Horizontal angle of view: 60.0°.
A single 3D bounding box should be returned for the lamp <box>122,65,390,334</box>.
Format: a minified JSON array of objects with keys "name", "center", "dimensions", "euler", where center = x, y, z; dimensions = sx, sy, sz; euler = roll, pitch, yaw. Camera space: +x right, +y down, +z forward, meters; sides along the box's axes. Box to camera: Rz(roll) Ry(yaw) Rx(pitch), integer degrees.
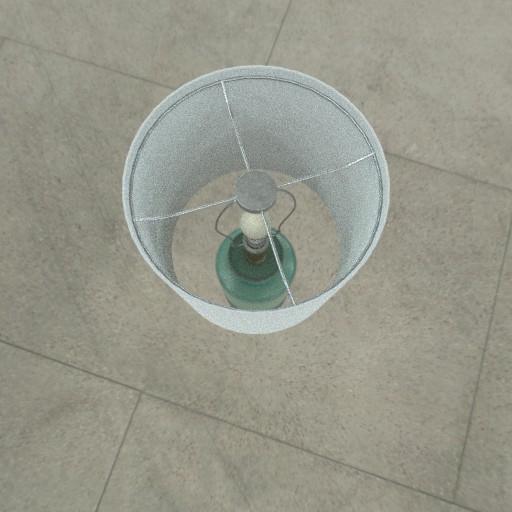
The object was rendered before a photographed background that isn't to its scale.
[{"name":"lamp","center":[0.000,0.000,0.589],"dimensions":[0.212,0.493,0.212],"euler":[-16,77,-4]}]
